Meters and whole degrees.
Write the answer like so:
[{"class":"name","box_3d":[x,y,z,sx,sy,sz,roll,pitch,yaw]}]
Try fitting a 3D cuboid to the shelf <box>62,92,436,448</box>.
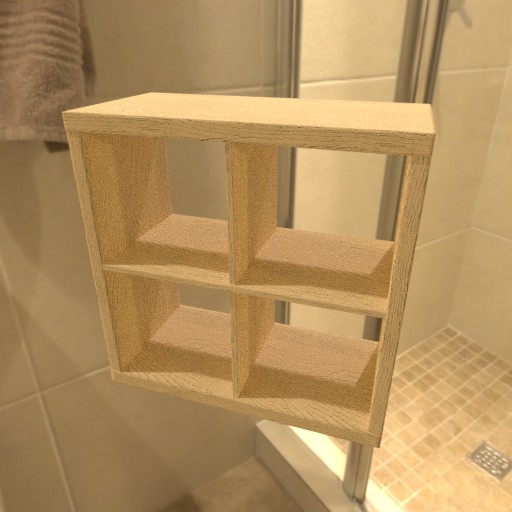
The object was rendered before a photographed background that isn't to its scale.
[{"class":"shelf","box_3d":[0.000,0.000,1.227,0.790,0.786,0.390,8,28,16]}]
